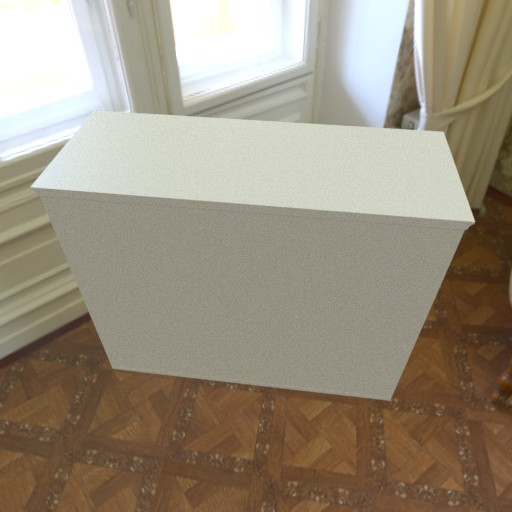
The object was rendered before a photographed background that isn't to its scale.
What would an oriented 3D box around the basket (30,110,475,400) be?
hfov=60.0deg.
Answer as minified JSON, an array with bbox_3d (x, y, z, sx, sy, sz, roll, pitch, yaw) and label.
[{"bbox_3d":[0.000,0.000,1.135,0.792,0.625,0.376,5,45,5],"label":"basket"}]
